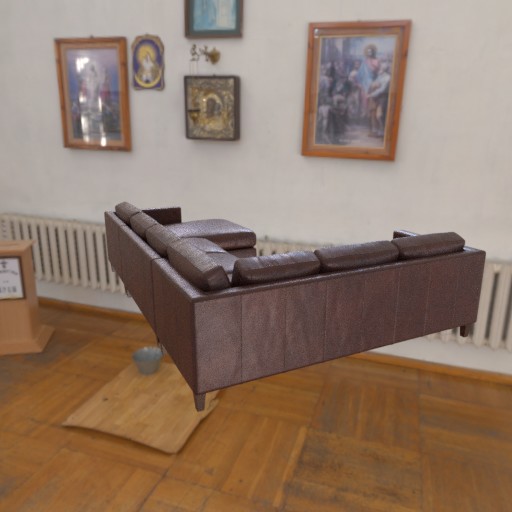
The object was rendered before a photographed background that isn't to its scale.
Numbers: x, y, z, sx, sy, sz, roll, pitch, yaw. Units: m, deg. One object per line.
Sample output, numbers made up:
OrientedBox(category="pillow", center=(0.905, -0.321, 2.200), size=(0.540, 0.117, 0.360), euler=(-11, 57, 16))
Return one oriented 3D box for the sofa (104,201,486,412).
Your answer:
OrientedBox(category="sofa", center=(0.000, 0.000, 4.497), size=(2.452, 0.891, 3.324), euler=(-7, 17, -25))
